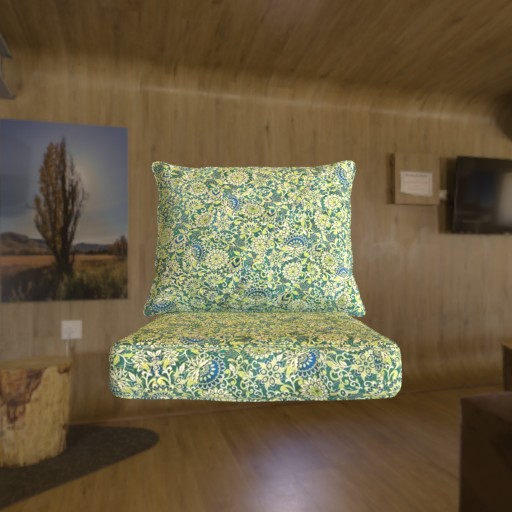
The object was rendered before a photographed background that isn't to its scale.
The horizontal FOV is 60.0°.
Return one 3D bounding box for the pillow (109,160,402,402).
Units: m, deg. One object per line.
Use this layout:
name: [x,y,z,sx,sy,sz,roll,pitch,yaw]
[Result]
pillow: [0.000,0.000,1.379,0.798,0.722,0.740,0,0,0]
